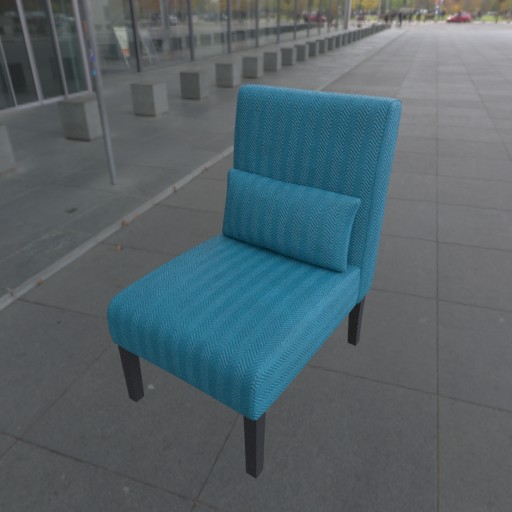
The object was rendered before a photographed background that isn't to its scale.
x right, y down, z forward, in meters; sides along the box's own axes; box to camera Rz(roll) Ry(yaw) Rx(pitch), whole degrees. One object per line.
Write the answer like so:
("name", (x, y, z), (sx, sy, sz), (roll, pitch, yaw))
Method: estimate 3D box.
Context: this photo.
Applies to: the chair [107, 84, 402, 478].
("chair", (0.000, 0.000, 1.430), (0.579, 0.927, 0.808), (18, 34, 30))
